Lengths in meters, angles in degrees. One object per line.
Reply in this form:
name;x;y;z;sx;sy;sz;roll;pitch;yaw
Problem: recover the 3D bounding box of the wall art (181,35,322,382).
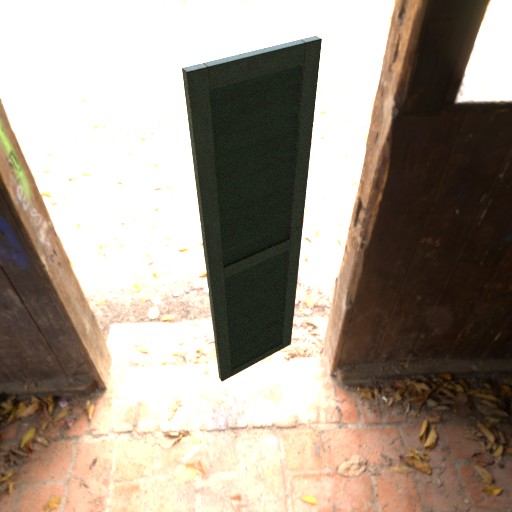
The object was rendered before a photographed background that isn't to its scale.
wall art;0.000;0.000;1.360;0.329;1.219;0.025;-24;50;-21
